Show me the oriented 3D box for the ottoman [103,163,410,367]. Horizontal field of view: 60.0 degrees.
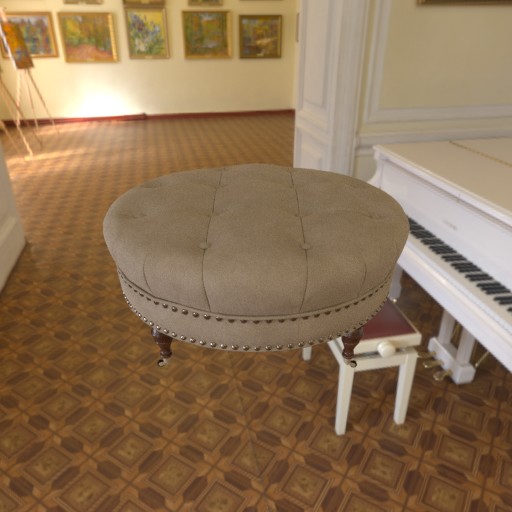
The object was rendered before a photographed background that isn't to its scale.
[{"bbox_3d":[0.000,0.000,1.428,0.901,0.439,0.901,0,27,0],"label":"ottoman"}]
